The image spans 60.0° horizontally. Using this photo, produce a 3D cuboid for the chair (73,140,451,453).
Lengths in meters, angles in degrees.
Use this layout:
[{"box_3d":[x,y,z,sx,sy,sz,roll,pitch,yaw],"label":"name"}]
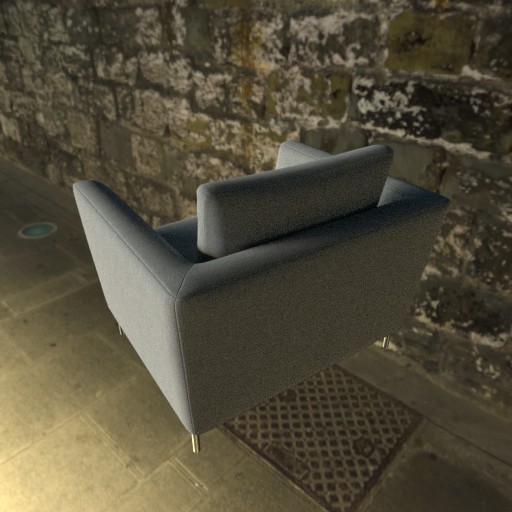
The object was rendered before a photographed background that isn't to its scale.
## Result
[{"box_3d":[0.000,0.000,1.668,1.041,0.864,0.889,-19,35,-29],"label":"chair"}]
